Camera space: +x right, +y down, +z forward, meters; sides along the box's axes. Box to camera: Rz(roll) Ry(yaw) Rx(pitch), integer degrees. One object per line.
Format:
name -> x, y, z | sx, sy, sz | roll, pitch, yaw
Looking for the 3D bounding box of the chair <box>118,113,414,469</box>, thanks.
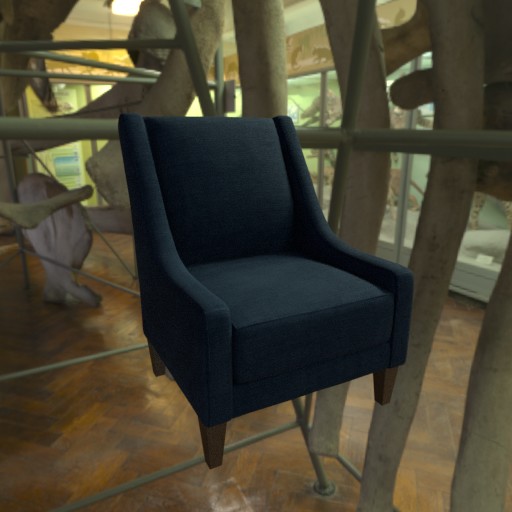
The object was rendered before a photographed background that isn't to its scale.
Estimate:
chair -> 0.000, 0.000, 1.629 | 0.774, 1.014, 0.870 | -8, 18, -27
